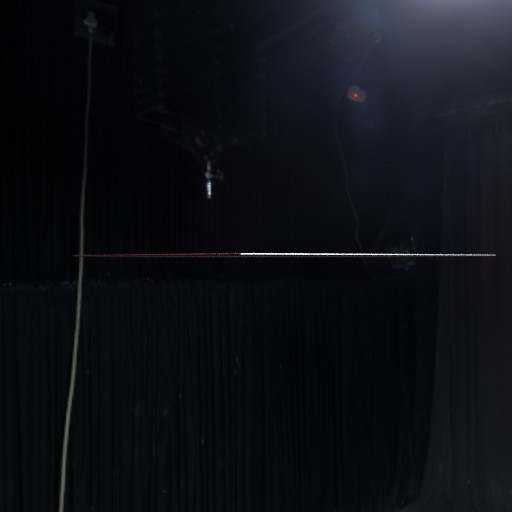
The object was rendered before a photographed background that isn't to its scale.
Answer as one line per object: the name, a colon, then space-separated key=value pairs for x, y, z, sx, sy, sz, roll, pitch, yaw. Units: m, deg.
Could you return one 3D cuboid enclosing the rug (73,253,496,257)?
rug: x=0.000 y=0.000 z=3.954 sx=2.387 sy=0.013 sz=3.053 roll=0 pitch=0 yaw=-36
